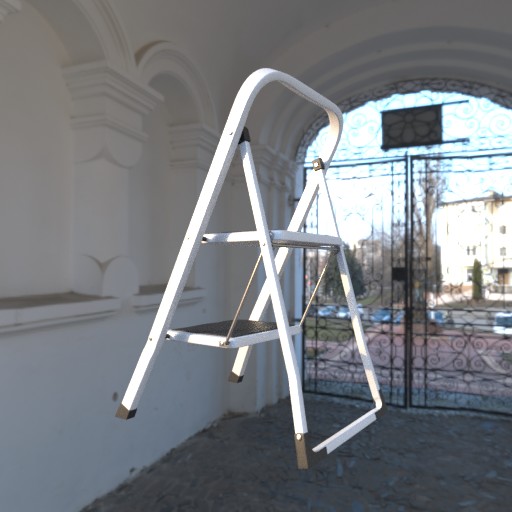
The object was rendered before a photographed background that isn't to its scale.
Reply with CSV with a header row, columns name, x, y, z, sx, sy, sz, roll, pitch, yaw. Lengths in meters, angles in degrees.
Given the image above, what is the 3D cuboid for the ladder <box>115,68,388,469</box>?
name,x,y,z,sx,sy,sz,roll,pitch,yaw
ladder,0.000,0.000,1.146,0.544,0.810,0.460,-1,-2,37
